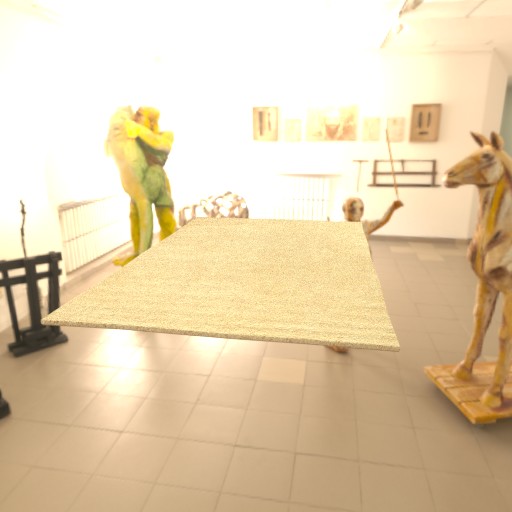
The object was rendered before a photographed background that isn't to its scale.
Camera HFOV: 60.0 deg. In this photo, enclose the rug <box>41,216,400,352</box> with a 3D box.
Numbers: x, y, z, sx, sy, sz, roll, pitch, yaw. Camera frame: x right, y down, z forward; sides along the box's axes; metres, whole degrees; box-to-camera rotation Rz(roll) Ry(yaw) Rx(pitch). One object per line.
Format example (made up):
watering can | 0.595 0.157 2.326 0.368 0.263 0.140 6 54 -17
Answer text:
rug | 0.000 0.000 2.914 1.500 0.025 2.346 3 16 9
